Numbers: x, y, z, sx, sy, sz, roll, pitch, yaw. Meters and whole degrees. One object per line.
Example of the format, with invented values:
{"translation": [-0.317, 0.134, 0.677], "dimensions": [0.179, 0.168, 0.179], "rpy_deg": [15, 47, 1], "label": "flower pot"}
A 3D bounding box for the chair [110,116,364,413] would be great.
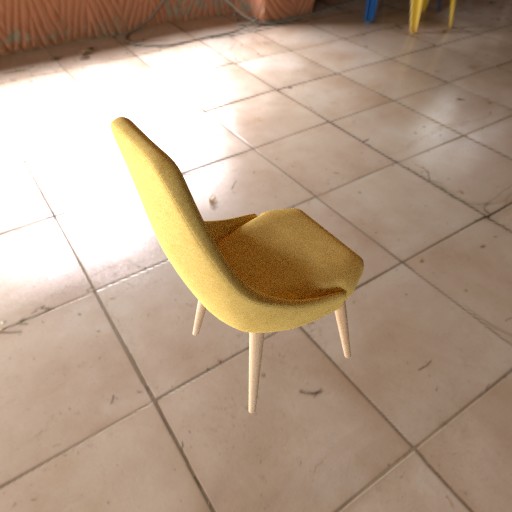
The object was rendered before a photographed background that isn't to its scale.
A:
{"translation": [0.000, 0.000, 1.431], "dimensions": [0.660, 1.040, 0.510], "rpy_deg": [-25, 49, -25], "label": "chair"}
